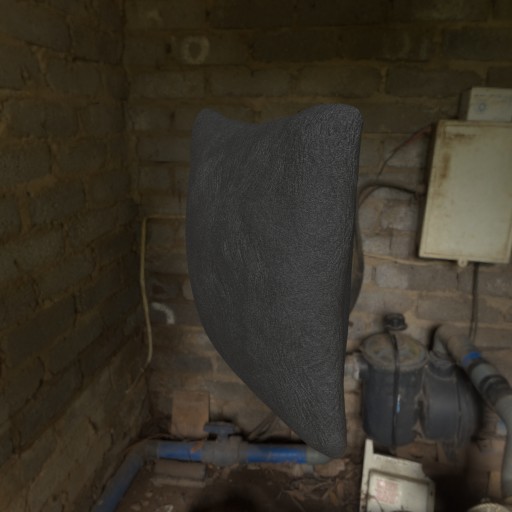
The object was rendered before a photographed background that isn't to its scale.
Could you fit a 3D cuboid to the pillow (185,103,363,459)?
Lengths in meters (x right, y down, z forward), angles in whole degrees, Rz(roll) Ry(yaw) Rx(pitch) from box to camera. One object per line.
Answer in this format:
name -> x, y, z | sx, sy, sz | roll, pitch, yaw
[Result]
pillow -> 0.000, 0.000, 0.810 | 0.210, 0.523, 0.533 | -9, 19, -26
